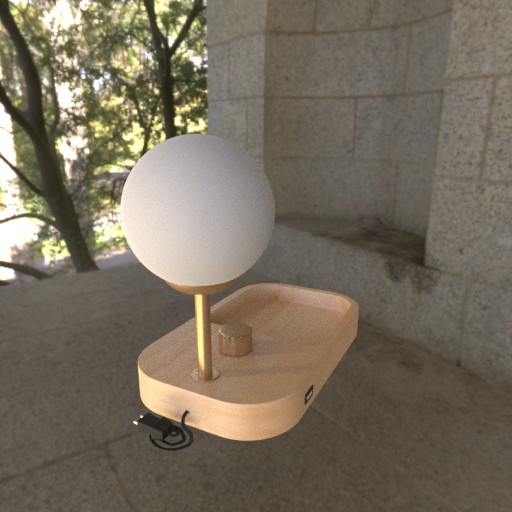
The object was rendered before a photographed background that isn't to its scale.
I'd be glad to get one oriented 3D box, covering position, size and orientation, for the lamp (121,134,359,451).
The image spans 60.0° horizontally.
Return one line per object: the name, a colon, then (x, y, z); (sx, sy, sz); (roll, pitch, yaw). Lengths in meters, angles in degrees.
lamp: (0.000, 0.000, 0.472); (0.173, 0.253, 0.331); (8, 18, 26)
